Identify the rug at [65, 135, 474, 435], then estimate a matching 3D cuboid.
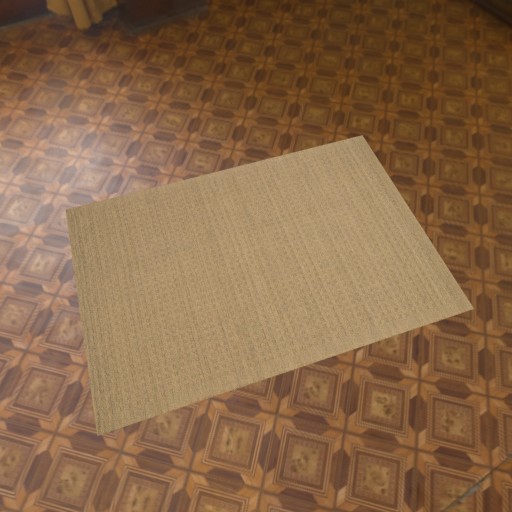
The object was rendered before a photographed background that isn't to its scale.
[{"bbox_3d":[0.000,0.000,3.680,2.895,0.006,1.981,-16,60,-9],"label":"rug"}]
